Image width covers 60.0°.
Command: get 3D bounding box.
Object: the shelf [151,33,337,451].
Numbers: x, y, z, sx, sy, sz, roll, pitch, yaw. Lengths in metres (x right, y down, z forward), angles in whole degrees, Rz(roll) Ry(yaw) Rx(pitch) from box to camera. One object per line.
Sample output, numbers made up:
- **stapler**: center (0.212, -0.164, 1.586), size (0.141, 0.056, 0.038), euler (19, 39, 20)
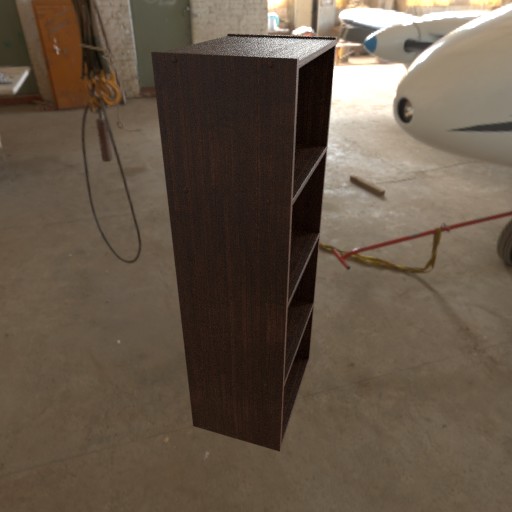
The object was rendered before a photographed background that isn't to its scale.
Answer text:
- **shelf**: center (0.000, 0.000, 1.266), size (0.290, 1.099, 0.415), euler (10, 33, 16)
